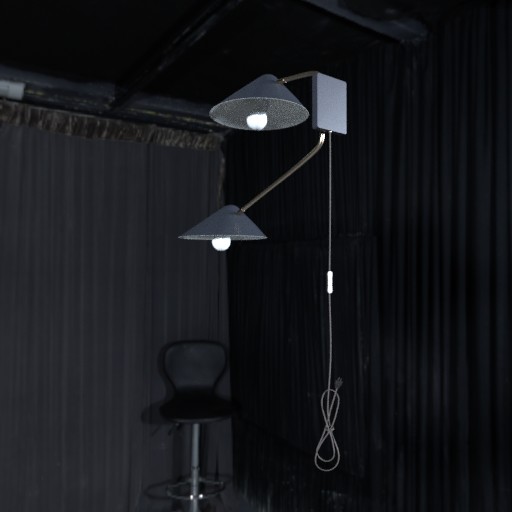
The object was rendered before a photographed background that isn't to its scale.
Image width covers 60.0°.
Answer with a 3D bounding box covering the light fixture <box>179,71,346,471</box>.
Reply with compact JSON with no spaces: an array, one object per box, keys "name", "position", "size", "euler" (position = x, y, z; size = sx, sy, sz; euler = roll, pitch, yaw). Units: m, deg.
[{"name":"light fixture","position":[0.000,0.000,0.845],"size":[0.189,0.665,0.422],"euler":[1,-1,-36]}]
